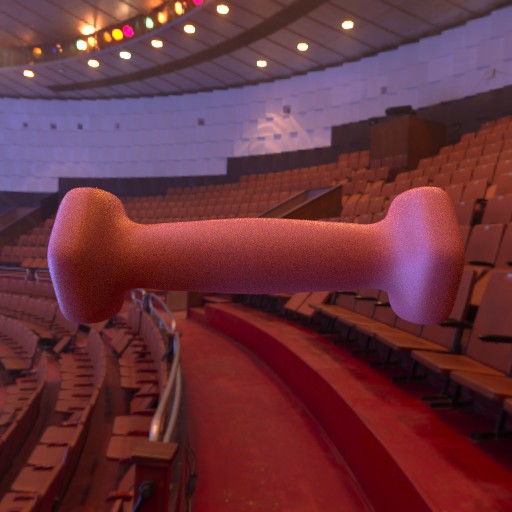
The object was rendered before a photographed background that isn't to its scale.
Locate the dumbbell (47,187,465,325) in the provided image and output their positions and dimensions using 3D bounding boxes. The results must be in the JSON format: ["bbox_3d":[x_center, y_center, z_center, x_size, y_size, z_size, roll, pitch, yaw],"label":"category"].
[{"bbox_3d":[0.000,0.000,0.145,0.123,0.043,0.047,0,0,1],"label":"dumbbell"}]
